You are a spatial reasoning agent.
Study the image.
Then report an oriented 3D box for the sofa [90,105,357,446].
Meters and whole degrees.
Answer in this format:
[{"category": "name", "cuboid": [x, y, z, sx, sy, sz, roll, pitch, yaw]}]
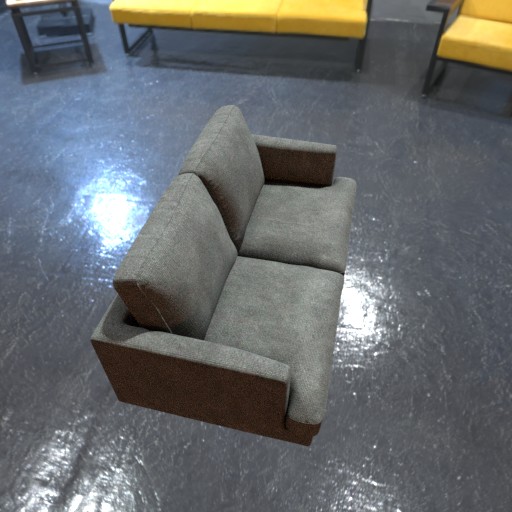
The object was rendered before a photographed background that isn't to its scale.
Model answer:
[{"category": "sofa", "cuboid": [0.000, 0.000, 2.239, 0.903, 0.956, 1.582, 10, 47, 9]}]
